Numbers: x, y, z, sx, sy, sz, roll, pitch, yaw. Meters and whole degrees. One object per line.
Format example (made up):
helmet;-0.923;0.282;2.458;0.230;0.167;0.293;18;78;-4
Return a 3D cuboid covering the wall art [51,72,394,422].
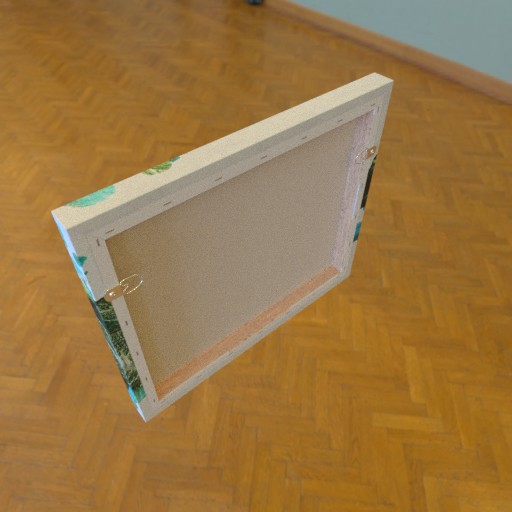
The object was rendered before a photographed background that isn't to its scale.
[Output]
wall art;0.000;0.000;0.706;0.507;0.435;0.041;-31;53;-27
